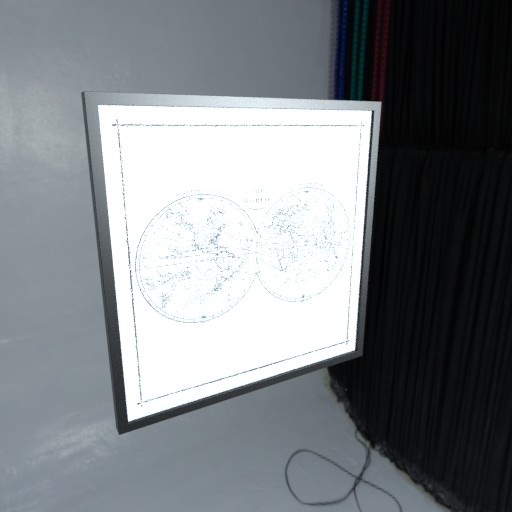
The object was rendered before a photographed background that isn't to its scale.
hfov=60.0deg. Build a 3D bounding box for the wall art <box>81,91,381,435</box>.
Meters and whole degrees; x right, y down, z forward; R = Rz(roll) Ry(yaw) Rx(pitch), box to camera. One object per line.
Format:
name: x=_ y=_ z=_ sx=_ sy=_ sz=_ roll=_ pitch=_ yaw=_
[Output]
wall art: x=0.000 y=0.000 z=1.150 sx=0.773 sy=0.775 sz=0.031 roll=-9 pitch=19 yaw=-28
